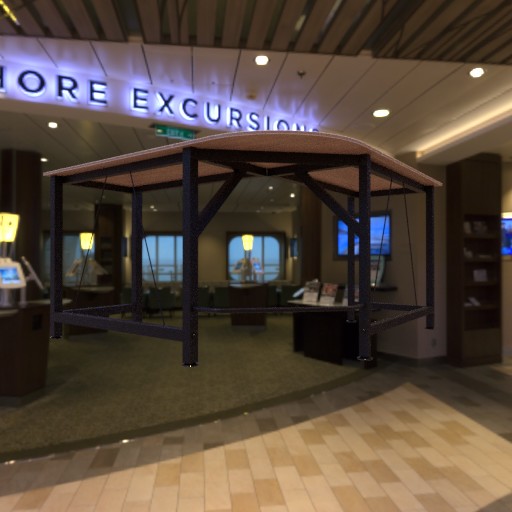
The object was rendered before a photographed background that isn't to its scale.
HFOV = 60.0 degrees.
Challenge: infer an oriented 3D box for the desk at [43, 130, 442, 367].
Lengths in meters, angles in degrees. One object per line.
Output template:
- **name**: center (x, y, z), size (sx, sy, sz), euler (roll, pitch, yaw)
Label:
- **desk**: center (0.000, 0.000, 2.183), size (1.400, 0.762, 1.400), euler (0, 0, 37)
